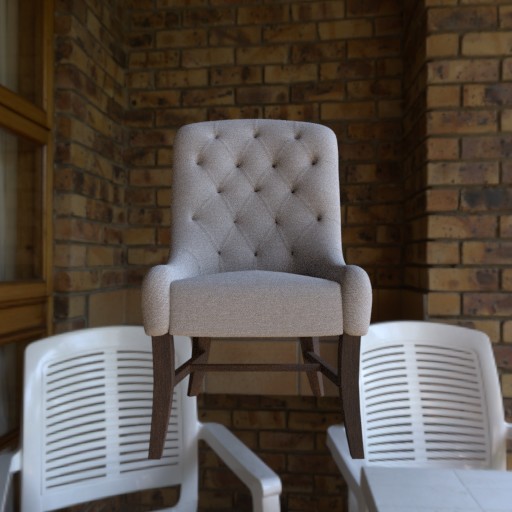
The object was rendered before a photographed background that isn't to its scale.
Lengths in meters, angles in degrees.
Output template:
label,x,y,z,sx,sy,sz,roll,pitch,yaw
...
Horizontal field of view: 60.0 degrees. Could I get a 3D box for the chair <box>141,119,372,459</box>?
label,x,y,z,sx,sy,sz,roll,pitch,yaw
chair,0.000,0.000,1.495,0.634,1.091,0.629,0,-1,0
